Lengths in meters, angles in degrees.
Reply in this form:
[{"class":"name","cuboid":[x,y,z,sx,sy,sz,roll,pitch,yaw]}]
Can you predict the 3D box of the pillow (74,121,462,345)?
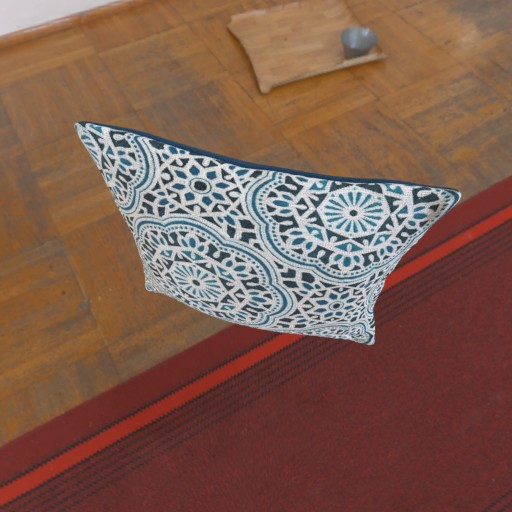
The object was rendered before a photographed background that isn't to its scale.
[{"class":"pillow","cuboid":[0.000,0.000,0.655,0.440,0.420,0.145,13,59,8]}]
